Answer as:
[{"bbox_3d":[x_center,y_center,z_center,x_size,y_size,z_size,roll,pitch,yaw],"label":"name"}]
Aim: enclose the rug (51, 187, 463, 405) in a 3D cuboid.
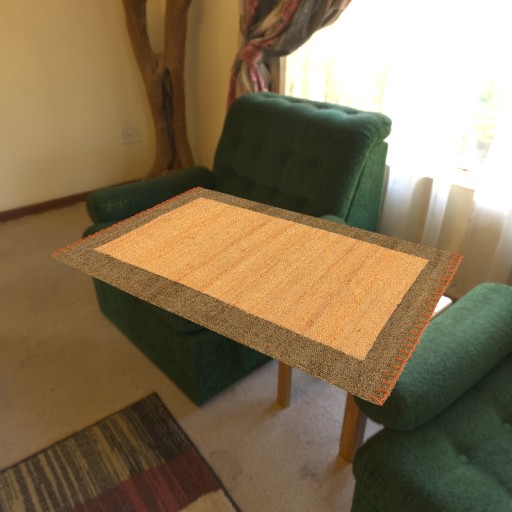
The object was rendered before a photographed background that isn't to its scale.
[{"bbox_3d":[0.000,0.000,2.337,1.838,0.019,1.220,18,34,29],"label":"rug"}]
